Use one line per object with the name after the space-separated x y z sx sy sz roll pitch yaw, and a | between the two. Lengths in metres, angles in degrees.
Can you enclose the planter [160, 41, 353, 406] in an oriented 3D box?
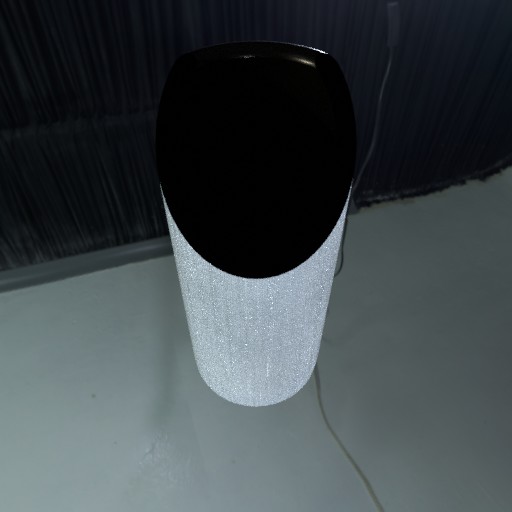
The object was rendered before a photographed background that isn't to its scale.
0.000 0.000 0.128 0.045 0.103 0.045 -16 49 -15 | planter
